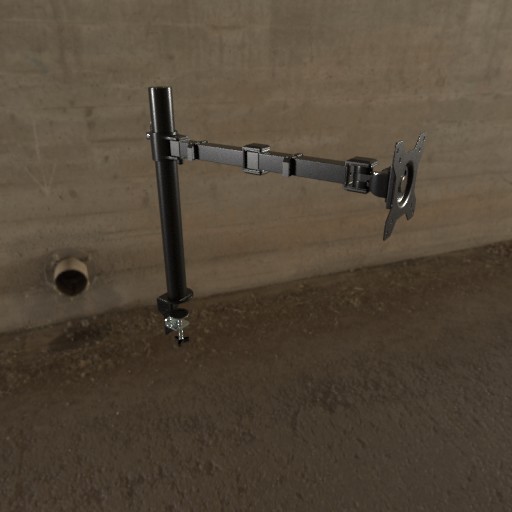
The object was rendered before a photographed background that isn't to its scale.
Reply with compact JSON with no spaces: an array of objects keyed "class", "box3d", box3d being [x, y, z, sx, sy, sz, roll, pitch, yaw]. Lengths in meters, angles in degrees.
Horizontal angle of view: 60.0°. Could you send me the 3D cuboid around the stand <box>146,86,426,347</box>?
[{"class":"stand","box3d":[0.000,0.000,0.735,0.456,0.510,0.115,16,29,32]}]
